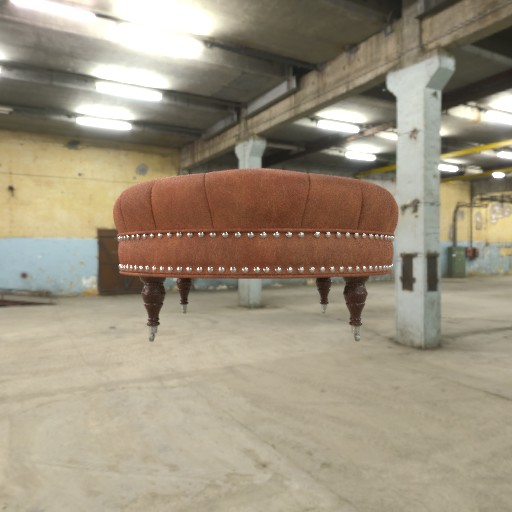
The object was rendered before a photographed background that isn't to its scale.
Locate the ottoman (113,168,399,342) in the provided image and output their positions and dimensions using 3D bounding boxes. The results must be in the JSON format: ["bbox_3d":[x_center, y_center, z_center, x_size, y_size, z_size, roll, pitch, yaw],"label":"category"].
[{"bbox_3d":[0.000,0.000,1.434,0.901,0.444,0.901,0,0,0],"label":"ottoman"}]
